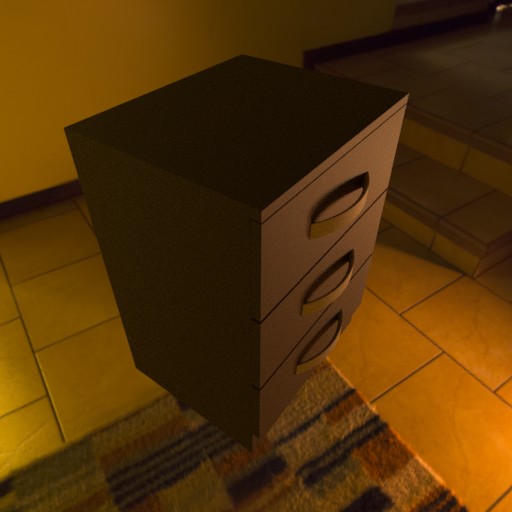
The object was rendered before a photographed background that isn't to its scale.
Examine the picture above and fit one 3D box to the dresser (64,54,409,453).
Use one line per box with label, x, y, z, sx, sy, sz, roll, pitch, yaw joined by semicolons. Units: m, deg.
dresser;0.000;0.000;0.831;0.360;0.560;0.400;26;47;27
